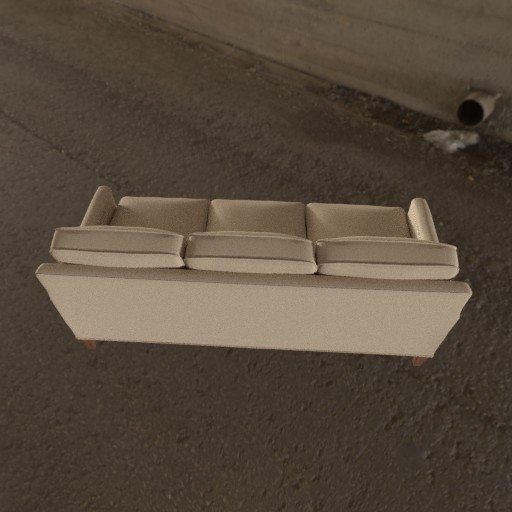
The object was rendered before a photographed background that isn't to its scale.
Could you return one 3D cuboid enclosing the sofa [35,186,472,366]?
[{"bbox_3d":[0.000,0.000,2.791,2.246,1.003,1.084,2,46,2],"label":"sofa"}]
